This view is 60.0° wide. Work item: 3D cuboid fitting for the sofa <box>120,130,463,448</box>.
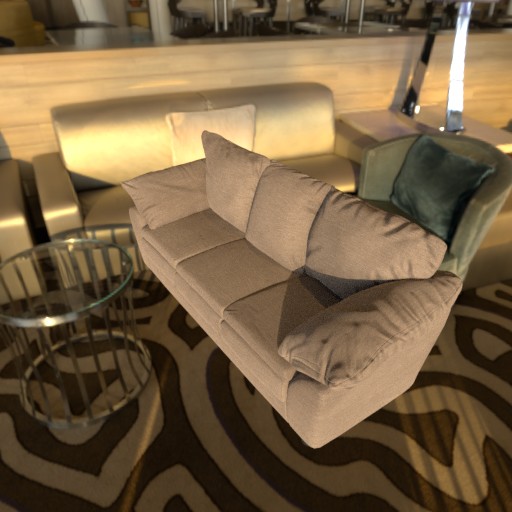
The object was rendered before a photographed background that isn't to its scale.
[{"bbox_3d":[0.000,0.000,2.812,0.927,1.043,2.390,-20,36,-29],"label":"sofa"}]
